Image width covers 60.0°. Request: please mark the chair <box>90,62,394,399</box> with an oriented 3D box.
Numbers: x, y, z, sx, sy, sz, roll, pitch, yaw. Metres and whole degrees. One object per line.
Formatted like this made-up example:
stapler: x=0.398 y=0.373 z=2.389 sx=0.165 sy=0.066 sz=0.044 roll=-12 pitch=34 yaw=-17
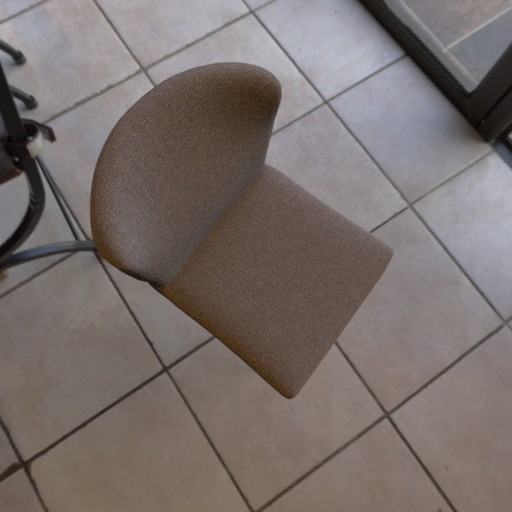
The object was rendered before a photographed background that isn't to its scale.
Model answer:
chair: x=0.000 y=0.000 z=1.170 sx=0.589 sy=0.839 sz=0.491 roll=37 pitch=78 yaw=9
